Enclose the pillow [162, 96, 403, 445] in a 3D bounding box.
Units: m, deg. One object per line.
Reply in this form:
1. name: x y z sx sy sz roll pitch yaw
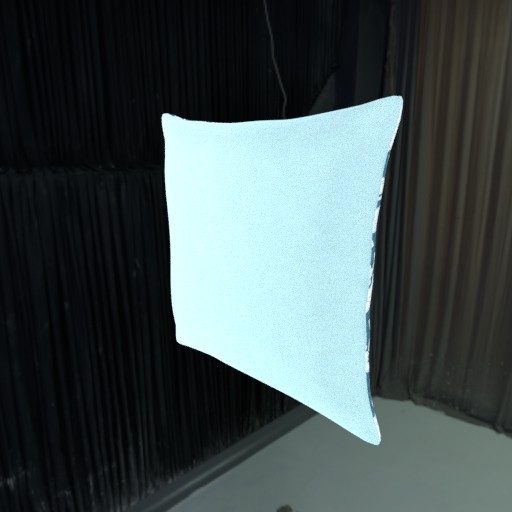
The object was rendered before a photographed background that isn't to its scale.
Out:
1. pillow: 0.000 0.000 0.792 0.525 0.508 0.166 14 20 43
